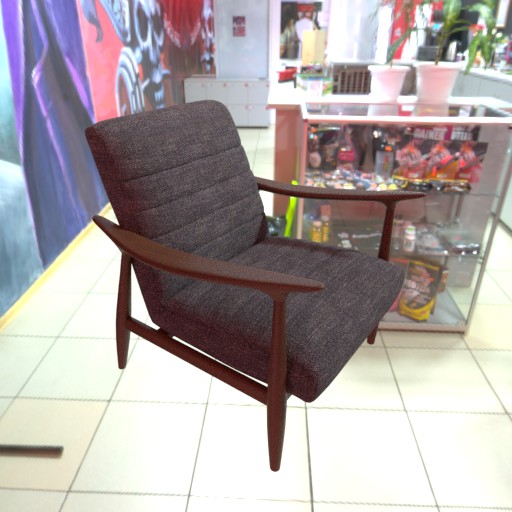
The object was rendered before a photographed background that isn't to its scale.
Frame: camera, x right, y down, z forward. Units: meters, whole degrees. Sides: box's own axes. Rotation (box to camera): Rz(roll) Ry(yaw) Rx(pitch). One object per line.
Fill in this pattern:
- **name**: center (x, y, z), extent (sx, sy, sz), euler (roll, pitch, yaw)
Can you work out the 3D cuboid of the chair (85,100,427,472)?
- **chair**: center (0.000, 0.000, 1.393), extent (0.798, 0.832, 0.741), euler (18, 32, 31)
